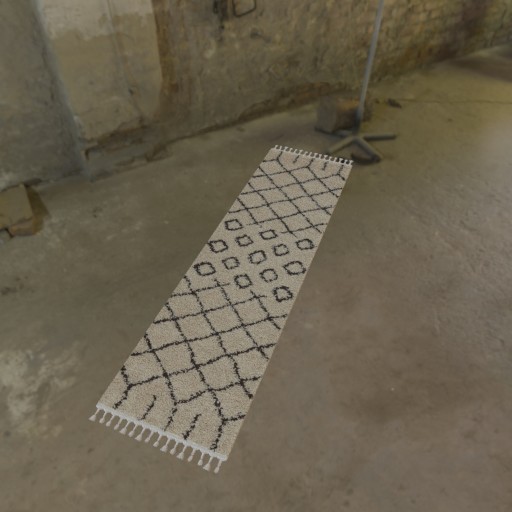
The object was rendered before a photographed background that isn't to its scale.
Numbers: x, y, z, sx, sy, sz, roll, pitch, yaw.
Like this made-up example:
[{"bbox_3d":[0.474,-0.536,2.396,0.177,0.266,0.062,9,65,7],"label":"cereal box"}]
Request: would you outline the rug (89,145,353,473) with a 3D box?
[{"bbox_3d":[0.000,0.000,2.713,0.660,0.005,2.464,16,48,15],"label":"rug"}]
